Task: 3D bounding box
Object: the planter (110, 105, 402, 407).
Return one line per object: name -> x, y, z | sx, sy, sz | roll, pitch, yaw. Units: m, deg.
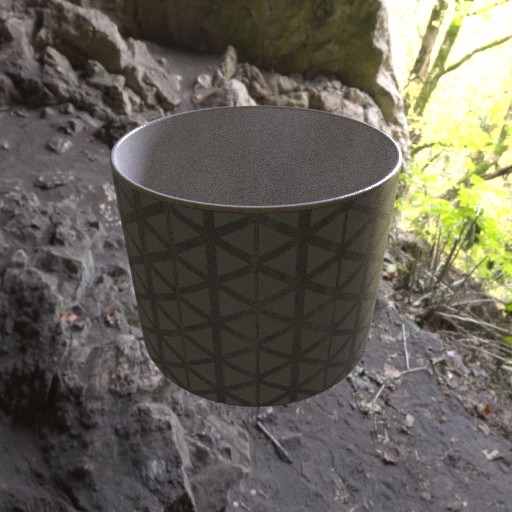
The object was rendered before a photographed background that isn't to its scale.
planter -> 0.000, 0.000, 0.347 | 0.190, 0.181, 0.190 | 0, 33, 0
